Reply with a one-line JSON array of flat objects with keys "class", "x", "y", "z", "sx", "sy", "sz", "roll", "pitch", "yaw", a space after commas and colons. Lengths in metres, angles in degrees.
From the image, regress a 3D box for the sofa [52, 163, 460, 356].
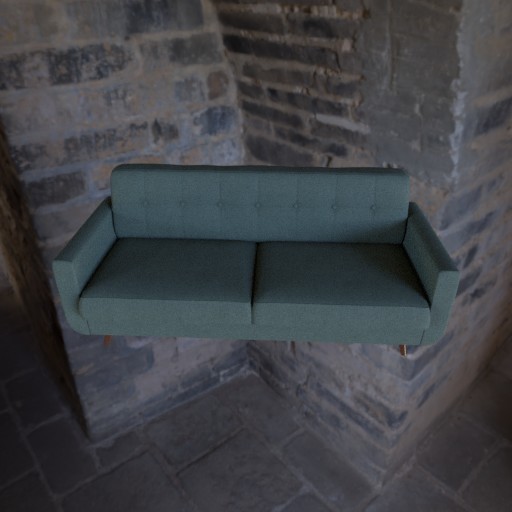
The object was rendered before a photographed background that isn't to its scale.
[{"class": "sofa", "x": 0.000, "y": 0.000, "z": 2.595, "sx": 2.029, "sy": 0.841, "sz": 0.909, "roll": 1, "pitch": 31, "yaw": 2}]
